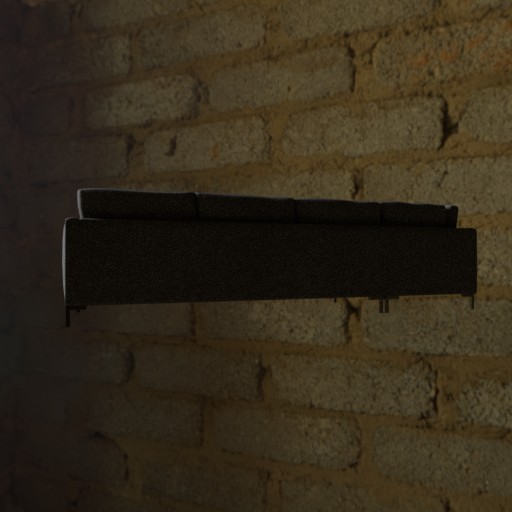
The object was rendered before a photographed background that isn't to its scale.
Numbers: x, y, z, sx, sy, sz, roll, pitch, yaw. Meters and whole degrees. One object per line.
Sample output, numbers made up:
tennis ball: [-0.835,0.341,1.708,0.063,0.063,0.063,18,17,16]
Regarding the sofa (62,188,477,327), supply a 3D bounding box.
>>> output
sofa: [0.000,0.000,3.863,2.949,0.815,2.007,0,0,-18]
